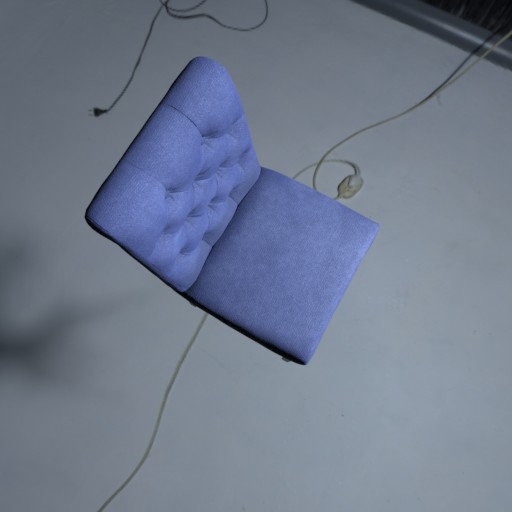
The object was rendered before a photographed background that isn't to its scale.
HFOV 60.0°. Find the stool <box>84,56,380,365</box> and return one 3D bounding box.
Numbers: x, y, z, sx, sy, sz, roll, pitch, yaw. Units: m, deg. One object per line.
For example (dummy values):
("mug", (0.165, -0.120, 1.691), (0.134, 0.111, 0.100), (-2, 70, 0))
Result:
("stool", (0.000, 0.000, 1.461), (0.601, 1.140, 0.493), (29, 78, 7))
